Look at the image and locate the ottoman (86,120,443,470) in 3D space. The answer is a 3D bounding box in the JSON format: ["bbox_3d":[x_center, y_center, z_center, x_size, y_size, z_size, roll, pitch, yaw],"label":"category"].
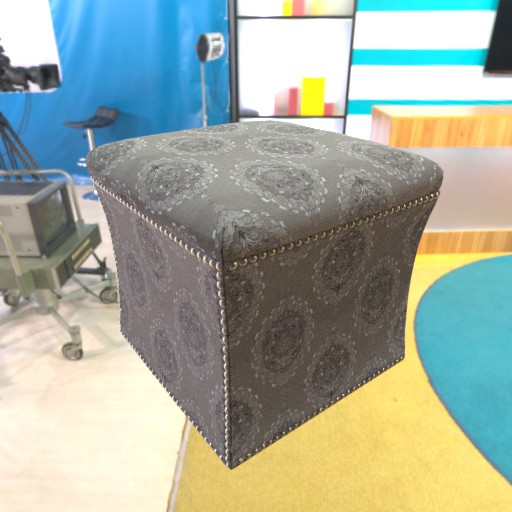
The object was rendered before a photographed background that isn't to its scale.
[{"bbox_3d":[0.000,0.000,0.915,0.497,0.473,0.507,-19,33,-32],"label":"ottoman"}]
